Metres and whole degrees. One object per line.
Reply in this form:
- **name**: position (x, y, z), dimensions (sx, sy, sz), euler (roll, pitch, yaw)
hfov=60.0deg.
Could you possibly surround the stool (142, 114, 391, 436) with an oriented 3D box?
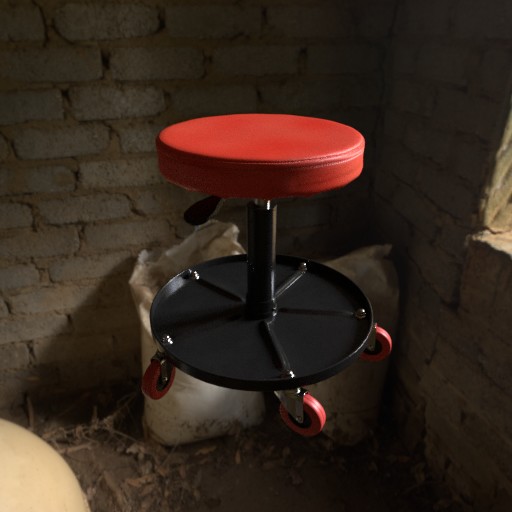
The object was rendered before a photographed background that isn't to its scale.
- **stool**: position (0.000, 0.000, 0.662), dimensions (0.381, 0.365, 0.382), euler (19, 33, 32)
